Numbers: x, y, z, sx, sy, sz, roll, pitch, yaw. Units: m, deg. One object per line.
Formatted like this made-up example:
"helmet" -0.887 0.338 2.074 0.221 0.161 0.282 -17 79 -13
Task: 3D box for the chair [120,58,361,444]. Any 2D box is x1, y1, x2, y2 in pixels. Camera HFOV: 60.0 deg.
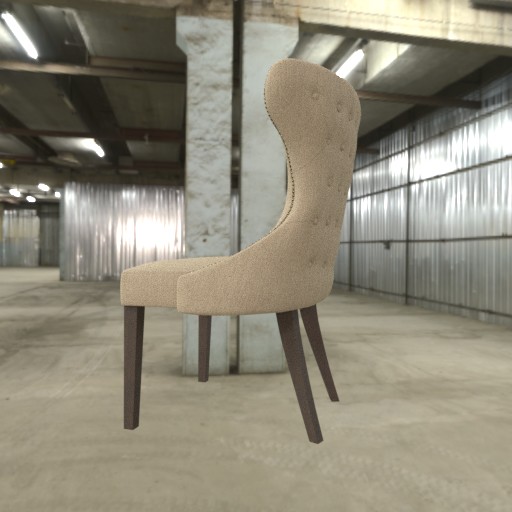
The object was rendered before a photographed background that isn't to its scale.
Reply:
"chair" 0.000 0.000 1.390 0.635 0.967 0.628 0 0 18
